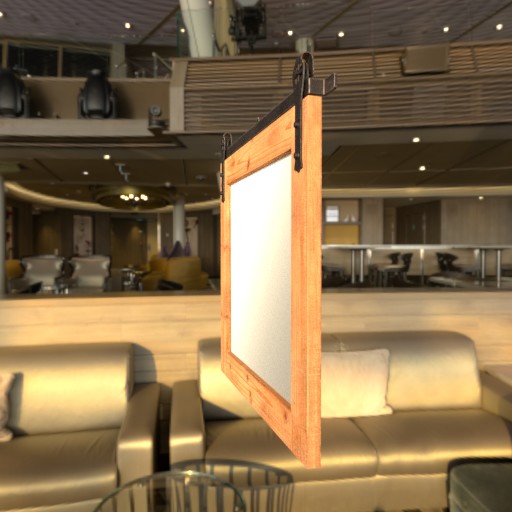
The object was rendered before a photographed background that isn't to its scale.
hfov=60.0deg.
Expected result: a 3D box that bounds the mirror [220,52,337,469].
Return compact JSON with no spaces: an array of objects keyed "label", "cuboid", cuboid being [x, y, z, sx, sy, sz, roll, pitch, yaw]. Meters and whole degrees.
[{"label":"mirror","cuboid":[0.000,0.000,1.191,0.054,0.800,0.805,0,1,-18]}]
